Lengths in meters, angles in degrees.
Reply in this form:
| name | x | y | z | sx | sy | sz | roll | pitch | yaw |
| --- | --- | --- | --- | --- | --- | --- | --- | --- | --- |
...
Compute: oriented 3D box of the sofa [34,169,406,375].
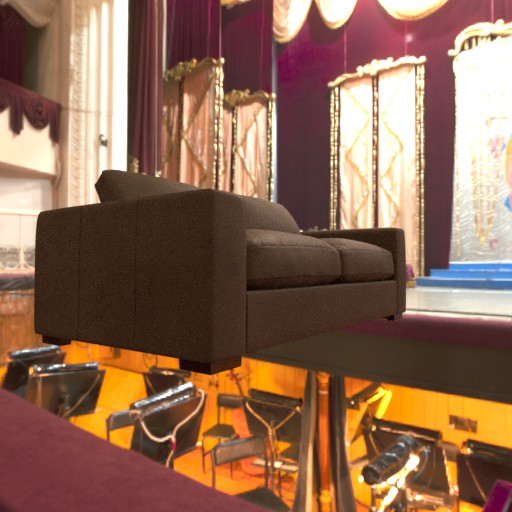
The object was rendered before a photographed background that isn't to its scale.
| name | x | y | z | sx | sy | sz | roll | pitch | yaw |
| --- | --- | --- | --- | --- | --- | --- | --- | --- | --- |
| sofa | 0.000 | 0.000 | 2.426 | 1.070 | 0.800 | 1.920 | -1 | -2 | 36 |
